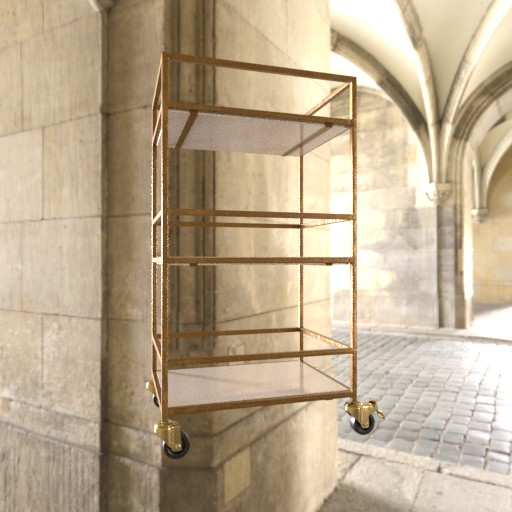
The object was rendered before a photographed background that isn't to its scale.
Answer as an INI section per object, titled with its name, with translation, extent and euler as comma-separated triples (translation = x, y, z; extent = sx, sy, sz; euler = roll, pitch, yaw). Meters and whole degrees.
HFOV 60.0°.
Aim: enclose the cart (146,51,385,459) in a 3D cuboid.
[cart]
translation = 0.000, 0.000, 1.035
extent = 0.483, 0.761, 0.332
euler = 0, 0, -17
